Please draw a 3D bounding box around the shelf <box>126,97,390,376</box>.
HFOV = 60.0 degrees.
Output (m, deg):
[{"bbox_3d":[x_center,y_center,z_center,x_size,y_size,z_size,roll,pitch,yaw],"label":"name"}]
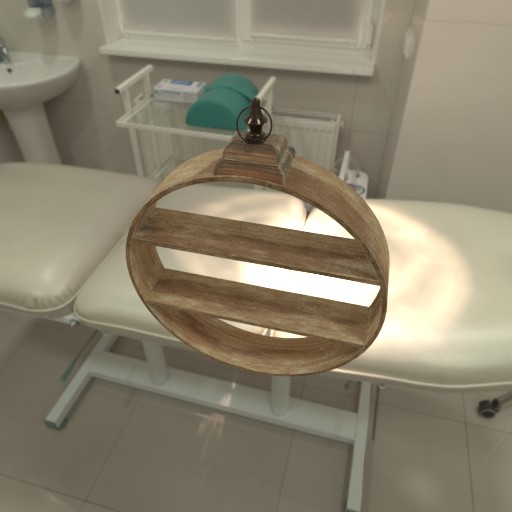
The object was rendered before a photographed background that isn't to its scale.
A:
[{"bbox_3d":[0.000,0.000,1.007,0.601,0.725,0.125,10,42,11],"label":"shelf"}]
